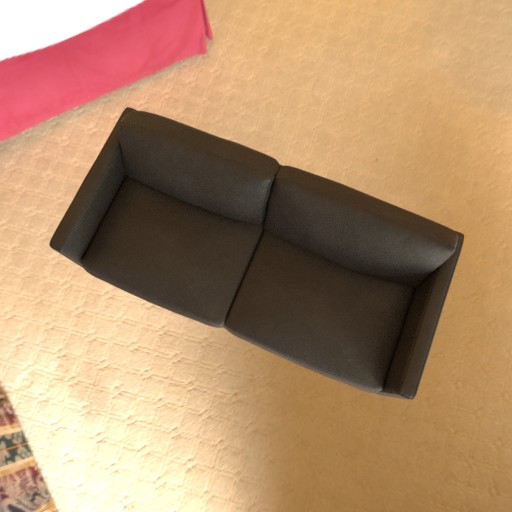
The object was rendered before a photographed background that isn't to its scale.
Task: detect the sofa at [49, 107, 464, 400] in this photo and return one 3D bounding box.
[{"bbox_3d":[0.000,0.000,2.489,1.971,0.863,0.933,22,76,6],"label":"sofa"}]
